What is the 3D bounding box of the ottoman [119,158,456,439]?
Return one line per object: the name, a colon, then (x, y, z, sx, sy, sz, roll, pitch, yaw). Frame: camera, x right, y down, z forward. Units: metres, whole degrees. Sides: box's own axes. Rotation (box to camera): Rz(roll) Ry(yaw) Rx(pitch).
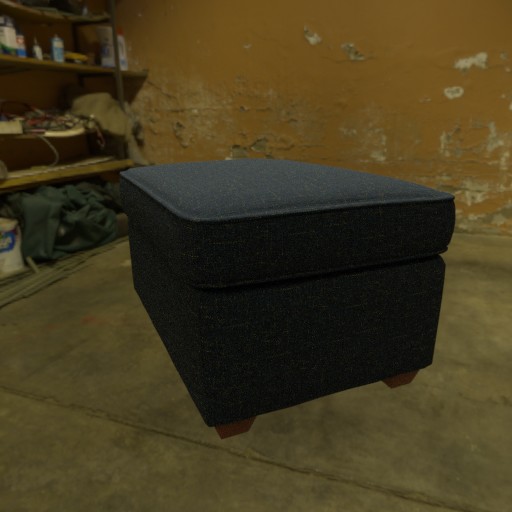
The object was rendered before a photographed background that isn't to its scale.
ottoman: (0.000, 0.000, 1.093, 0.549, 0.450, 0.749, -8, 19, -23)
